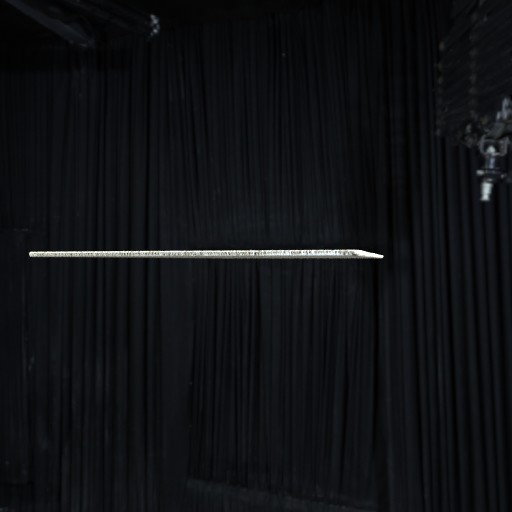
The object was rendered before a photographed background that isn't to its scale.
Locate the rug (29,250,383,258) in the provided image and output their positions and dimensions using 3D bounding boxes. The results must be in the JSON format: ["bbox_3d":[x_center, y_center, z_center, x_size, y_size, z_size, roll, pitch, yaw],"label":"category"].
[{"bbox_3d":[0.000,0.000,3.437,1.798,0.025,2.698,0,-1,18],"label":"rug"}]
